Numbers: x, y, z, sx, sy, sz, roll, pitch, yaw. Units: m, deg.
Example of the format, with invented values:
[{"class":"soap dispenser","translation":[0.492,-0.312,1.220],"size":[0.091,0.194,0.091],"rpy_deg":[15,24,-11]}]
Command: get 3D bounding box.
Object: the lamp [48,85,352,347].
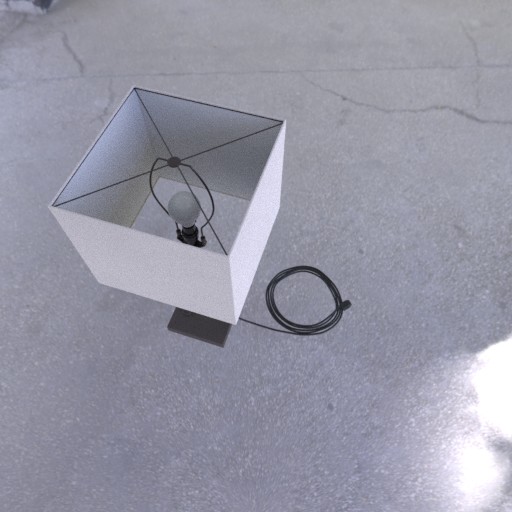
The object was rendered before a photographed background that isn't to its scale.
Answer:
[{"class":"lamp","translation":[0.000,0.000,0.981],"size":[0.504,0.660,0.399],"rpy_deg":[16,61,9]}]
